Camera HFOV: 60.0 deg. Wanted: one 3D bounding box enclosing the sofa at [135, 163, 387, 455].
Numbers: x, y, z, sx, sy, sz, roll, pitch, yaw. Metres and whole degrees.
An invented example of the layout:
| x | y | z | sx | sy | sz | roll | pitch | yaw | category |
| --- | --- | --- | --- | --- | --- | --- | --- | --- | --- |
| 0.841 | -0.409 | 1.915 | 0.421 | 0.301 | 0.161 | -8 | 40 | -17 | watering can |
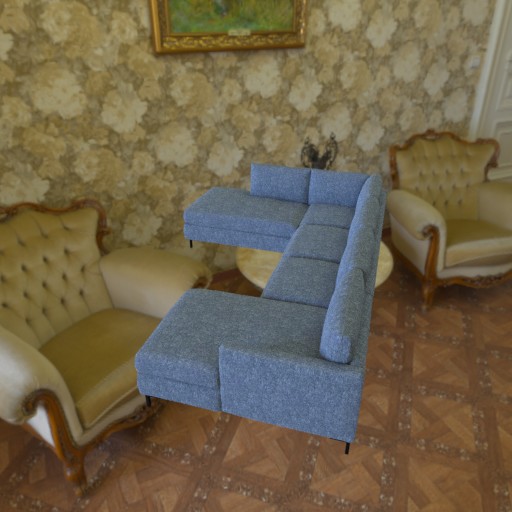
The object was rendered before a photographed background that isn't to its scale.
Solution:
| x | y | z | sx | sy | sz | roll | pitch | yaw | category |
| --- | --- | --- | --- | --- | --- | --- | --- | --- | --- |
| 0.000 | 0.000 | 3.528 | 1.879 | 0.756 | 2.737 | 8 | 29 | 15 | sofa |
